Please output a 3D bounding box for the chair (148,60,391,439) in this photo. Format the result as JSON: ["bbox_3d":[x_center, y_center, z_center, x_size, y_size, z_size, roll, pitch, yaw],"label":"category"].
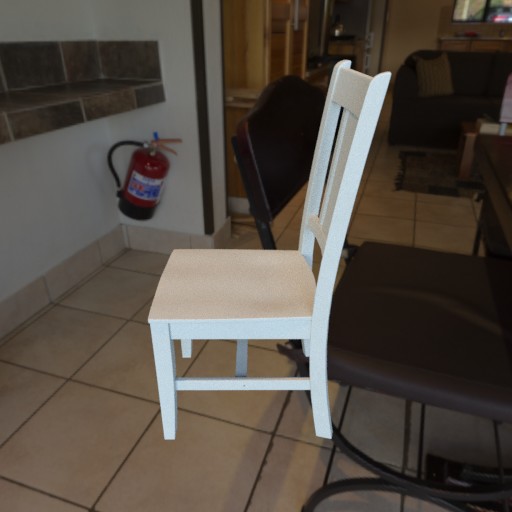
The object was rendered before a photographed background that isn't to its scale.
[{"bbox_3d":[0.000,0.000,1.258,0.555,0.998,0.450,0,27,0],"label":"chair"}]
